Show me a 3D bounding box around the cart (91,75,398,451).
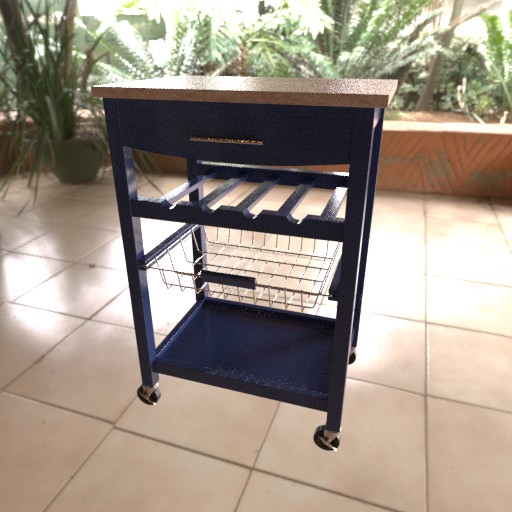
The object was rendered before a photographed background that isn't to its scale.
[{"bbox_3d":[0.000,0.000,1.150,0.584,0.839,0.403,8,26,16],"label":"cart"}]
